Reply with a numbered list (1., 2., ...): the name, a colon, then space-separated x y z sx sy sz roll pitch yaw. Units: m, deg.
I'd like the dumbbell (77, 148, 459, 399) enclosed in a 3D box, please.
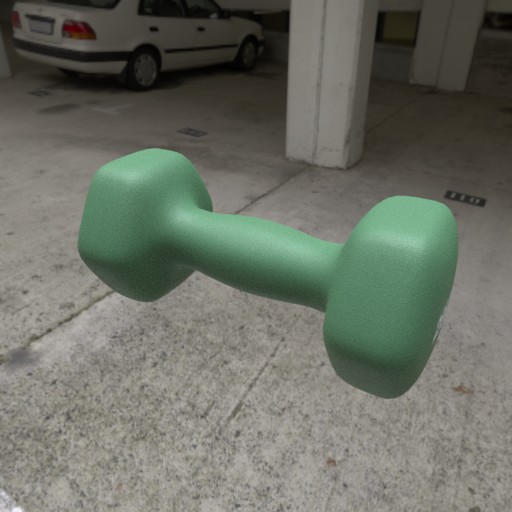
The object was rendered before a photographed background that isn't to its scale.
1. dumbbell: 0.000 0.000 0.315 0.257 0.114 0.126 17 34 26
